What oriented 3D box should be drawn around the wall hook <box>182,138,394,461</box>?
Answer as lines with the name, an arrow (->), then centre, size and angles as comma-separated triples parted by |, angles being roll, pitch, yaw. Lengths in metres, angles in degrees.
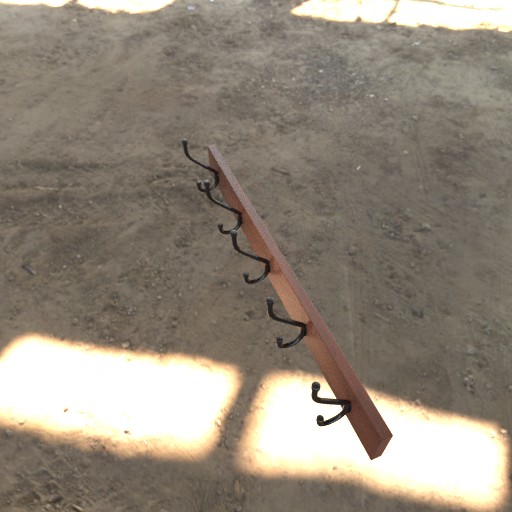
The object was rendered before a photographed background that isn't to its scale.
wall hook -> 0.000, 0.000, 0.624 | 0.071, 0.117, 0.571 | -17, 49, -15
